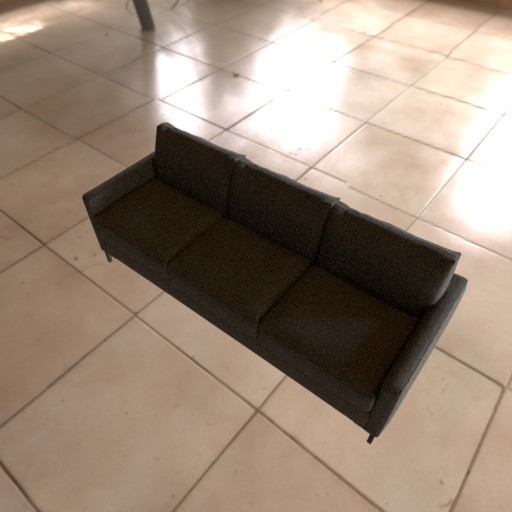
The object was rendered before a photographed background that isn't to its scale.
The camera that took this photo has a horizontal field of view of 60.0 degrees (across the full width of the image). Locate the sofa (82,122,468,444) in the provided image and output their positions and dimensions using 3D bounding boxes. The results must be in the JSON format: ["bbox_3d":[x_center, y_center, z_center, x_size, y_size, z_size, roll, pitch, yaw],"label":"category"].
[{"bbox_3d":[0.000,0.000,2.737,2.253,0.879,0.876,30,54,25],"label":"sofa"}]
